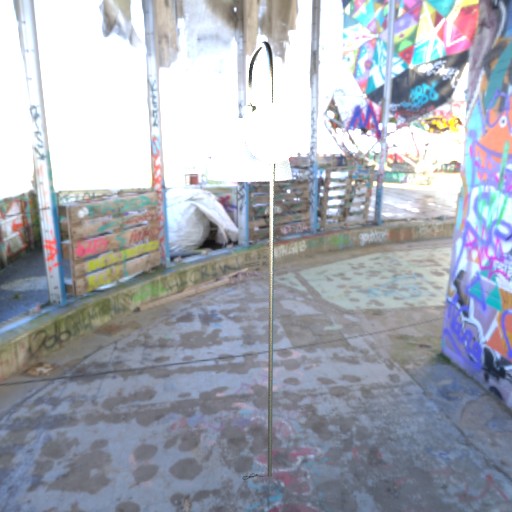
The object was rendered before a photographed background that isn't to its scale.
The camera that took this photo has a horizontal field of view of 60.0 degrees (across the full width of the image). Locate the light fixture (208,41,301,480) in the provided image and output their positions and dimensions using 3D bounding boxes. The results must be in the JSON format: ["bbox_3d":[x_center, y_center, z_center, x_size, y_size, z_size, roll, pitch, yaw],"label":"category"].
[{"bbox_3d":[0.000,0.000,0.465,0.092,0.399,0.176,-2,14,-9],"label":"light fixture"}]
